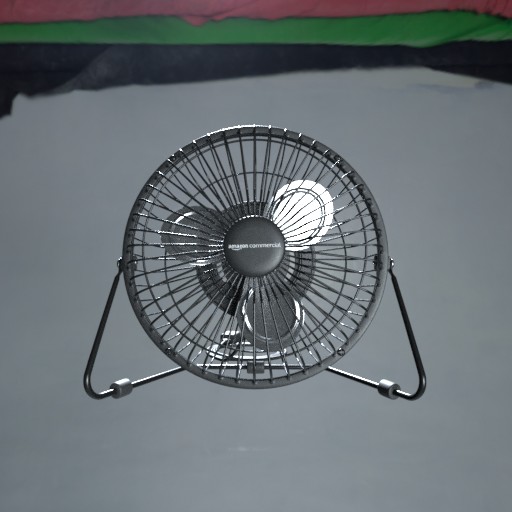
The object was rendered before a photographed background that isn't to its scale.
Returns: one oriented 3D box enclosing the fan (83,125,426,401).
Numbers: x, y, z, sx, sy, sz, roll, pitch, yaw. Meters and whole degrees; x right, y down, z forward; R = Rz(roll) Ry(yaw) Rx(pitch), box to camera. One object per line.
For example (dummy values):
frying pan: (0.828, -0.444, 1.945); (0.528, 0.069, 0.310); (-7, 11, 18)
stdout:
fan: (0.000, 0.000, 0.379); (0.209, 0.188, 0.227); (0, 0, 1)
